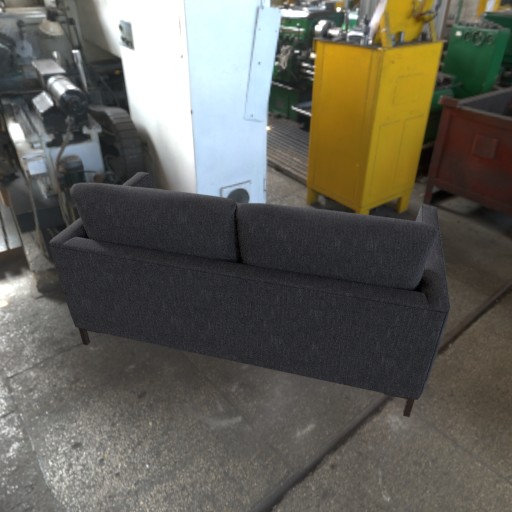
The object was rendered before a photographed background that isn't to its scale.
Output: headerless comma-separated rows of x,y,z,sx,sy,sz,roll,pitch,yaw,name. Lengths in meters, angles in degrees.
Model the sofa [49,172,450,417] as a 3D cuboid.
0.000,0.000,2.220,1.716,0.862,0.866,9,34,13,sofa
